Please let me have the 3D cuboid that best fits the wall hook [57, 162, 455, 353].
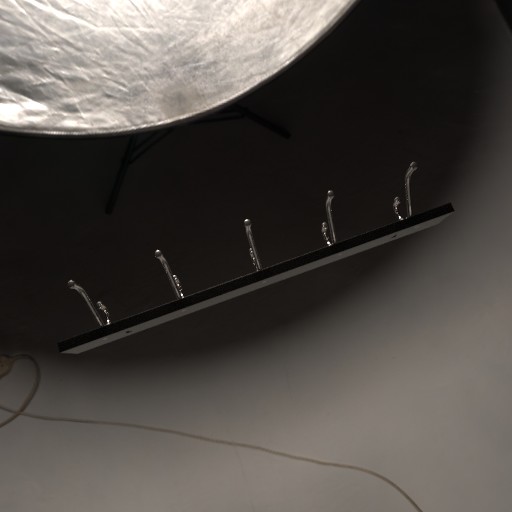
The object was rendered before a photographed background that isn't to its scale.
[{"bbox_3d":[0.000,0.000,0.612,0.571,0.117,0.071,-19,77,-5],"label":"wall hook"}]
